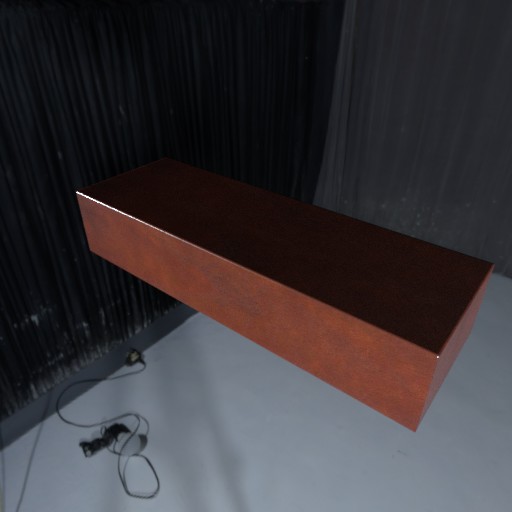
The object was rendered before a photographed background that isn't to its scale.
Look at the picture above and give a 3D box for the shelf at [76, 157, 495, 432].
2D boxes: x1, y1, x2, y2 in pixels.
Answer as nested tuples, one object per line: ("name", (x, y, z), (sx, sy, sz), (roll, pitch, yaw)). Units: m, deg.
("shelf", (0.000, 0.000, 0.513), (0.457, 0.088, 0.152), (23, 40, 31))
